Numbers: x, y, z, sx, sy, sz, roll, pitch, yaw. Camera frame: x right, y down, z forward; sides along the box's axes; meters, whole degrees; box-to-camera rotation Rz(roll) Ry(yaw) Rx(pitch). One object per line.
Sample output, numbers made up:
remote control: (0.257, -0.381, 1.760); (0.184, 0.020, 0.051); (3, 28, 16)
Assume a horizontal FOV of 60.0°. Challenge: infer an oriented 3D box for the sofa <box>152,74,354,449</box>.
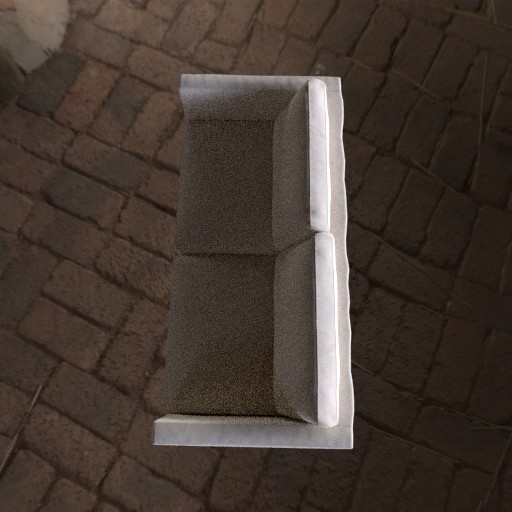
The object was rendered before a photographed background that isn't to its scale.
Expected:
sofa: (0.000, 0.000, 2.537); (0.940, 0.870, 1.987); (1, 75, 0)
